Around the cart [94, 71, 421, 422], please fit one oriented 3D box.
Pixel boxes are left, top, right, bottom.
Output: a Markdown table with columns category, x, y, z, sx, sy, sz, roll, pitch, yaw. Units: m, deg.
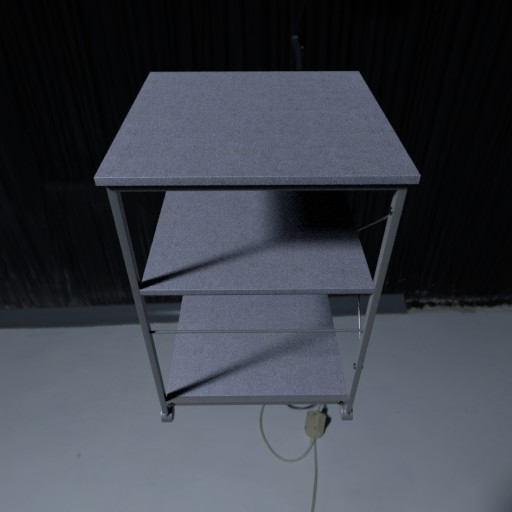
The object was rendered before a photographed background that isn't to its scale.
| category | x | y | z | sx | sy | sz | roll | pitch | yaw |
| --- | --- | --- | --- | --- | --- | --- | --- | --- | --- |
| cart | 0.000 | 0.000 | 1.148 | 0.520 | 0.762 | 0.521 | 0 | 40 | -1 |
